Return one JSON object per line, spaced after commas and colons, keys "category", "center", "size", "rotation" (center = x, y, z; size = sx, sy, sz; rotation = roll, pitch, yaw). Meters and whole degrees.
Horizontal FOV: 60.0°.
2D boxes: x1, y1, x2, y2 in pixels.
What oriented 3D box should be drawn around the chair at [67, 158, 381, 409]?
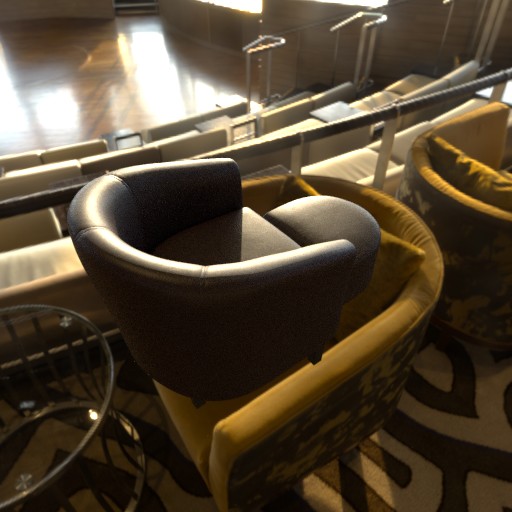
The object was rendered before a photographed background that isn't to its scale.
{"category": "chair", "center": [0.000, 0.000, 1.650], "size": [1.176, 0.755, 0.737], "rotation": [-26, 48, -27]}
